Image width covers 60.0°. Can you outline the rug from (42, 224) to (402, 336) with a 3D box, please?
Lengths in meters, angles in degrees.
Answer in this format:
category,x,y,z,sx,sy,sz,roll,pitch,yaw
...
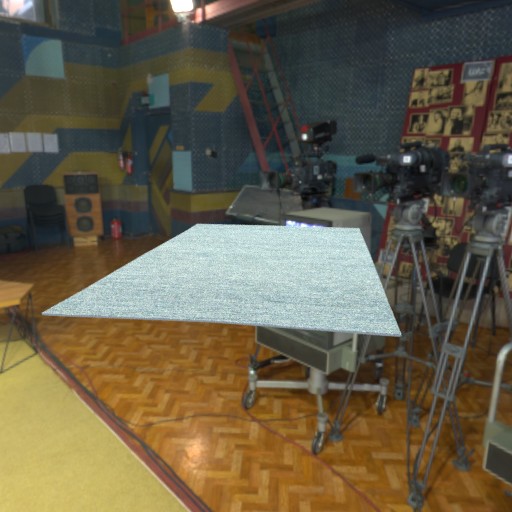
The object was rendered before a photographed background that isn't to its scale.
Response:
category,x,y,z,sx,sy,sz,roll,pitch,yaw
rug,0.000,0.000,2.292,1.174,0.022,1.853,2,14,9
